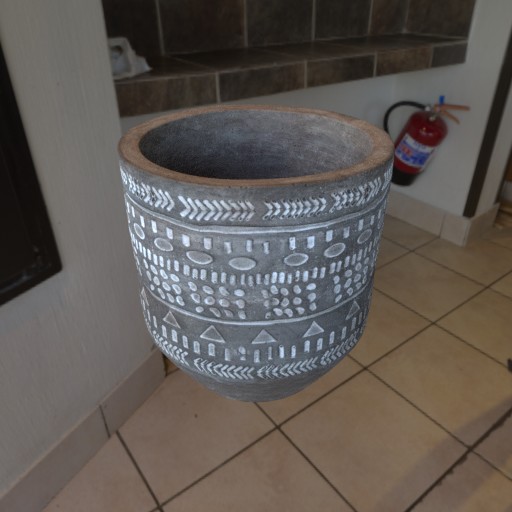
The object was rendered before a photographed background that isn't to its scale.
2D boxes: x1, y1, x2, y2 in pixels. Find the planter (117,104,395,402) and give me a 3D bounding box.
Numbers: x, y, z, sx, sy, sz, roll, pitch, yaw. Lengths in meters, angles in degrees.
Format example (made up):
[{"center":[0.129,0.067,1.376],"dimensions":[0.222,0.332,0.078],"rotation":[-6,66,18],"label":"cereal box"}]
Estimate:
[{"center":[0.000,0.000,0.271],"dimensions":[0.142,0.149,0.142],"rotation":[0,31,0],"label":"planter"}]
